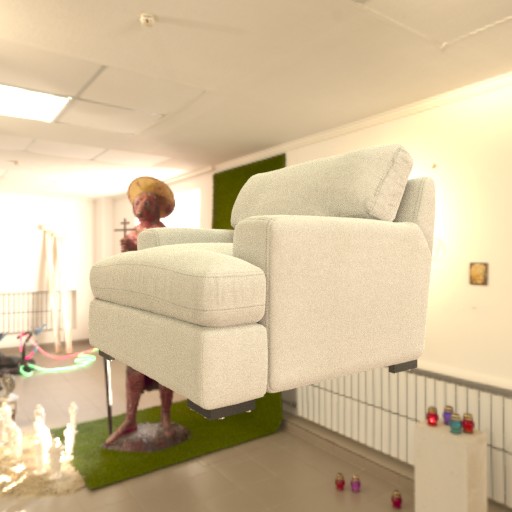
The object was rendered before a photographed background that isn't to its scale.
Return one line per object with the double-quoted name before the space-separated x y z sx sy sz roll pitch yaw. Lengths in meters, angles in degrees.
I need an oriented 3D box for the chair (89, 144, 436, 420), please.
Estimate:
"chair" 0.000 0.000 1.968 1.158 0.930 1.140 0 0 -36
